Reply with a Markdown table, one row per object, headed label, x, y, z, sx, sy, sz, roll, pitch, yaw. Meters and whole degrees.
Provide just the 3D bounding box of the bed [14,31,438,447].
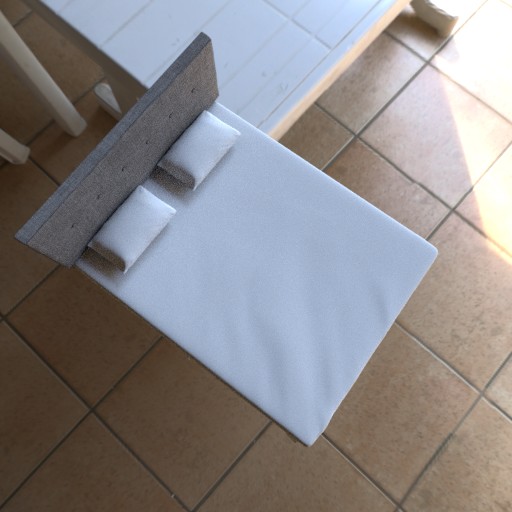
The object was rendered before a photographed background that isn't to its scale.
| label | x | y | z | sx | sy | sz | roll | pitch | yaw |
| --- | --- | --- | --- | --- | --- | --- | --- | --- | --- |
| bed | 0.000 | 0.000 | 2.867 | 1.958 | 1.168 | 1.621 | 36 | 78 | 9 |
